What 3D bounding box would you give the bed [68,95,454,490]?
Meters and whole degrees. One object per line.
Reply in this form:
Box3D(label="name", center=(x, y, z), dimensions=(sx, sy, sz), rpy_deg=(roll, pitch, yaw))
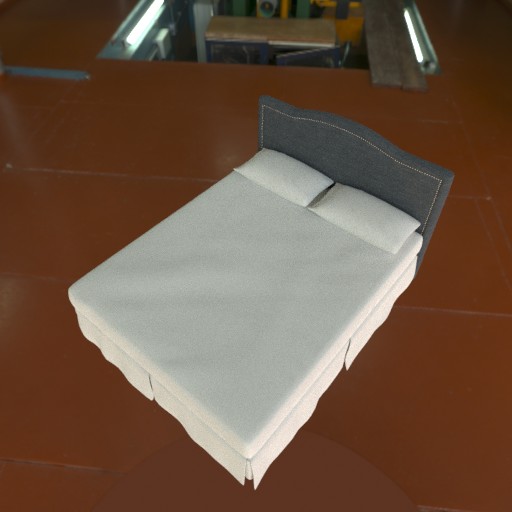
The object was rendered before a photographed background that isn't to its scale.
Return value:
Box3D(label="bed", center=(0.000, 0.000, 3.870), dimensions=(2.161, 1.457, 2.689), rpy_deg=(32, 55, 26))
